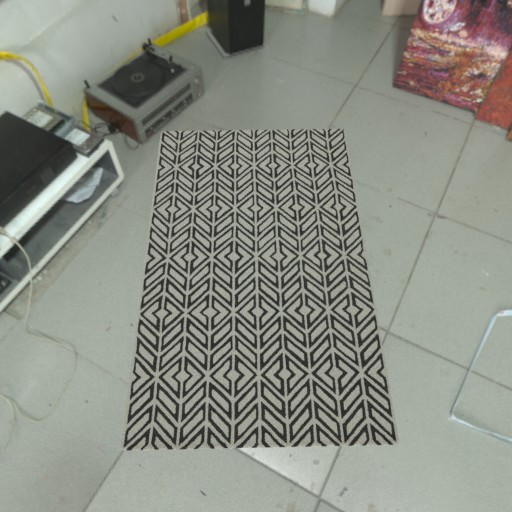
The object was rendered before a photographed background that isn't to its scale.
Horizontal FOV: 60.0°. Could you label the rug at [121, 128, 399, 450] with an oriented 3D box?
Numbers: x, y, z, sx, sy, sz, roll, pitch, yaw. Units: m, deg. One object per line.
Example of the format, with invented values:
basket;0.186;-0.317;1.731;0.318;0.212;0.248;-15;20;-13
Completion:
rug;0.000;0.000;3.044;1.523;0.008;2.438;-1;59;-1
